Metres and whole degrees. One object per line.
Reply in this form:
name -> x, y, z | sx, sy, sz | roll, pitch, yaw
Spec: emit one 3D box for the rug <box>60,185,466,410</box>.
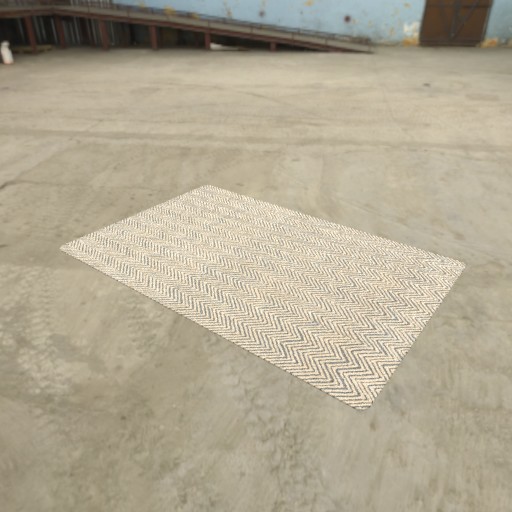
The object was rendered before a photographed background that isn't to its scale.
rug -> 0.000, 0.000, 2.252 | 1.752, 0.008, 1.144 | 21, 37, 32
